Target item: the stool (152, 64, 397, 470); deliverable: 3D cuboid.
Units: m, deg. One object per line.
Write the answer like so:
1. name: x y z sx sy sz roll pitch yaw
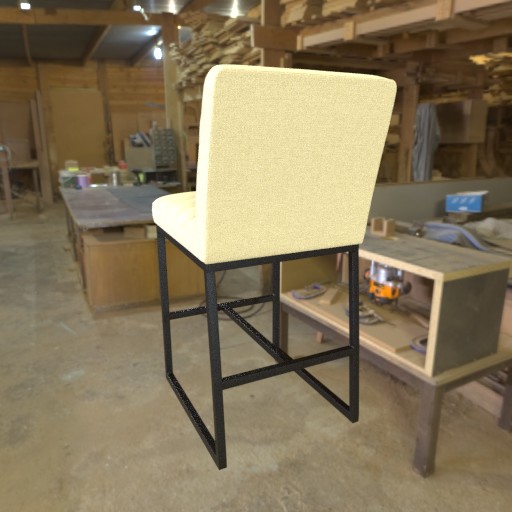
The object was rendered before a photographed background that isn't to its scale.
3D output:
1. stool: 0.000 0.000 1.273 0.460 0.940 0.560 -8 17 -26
